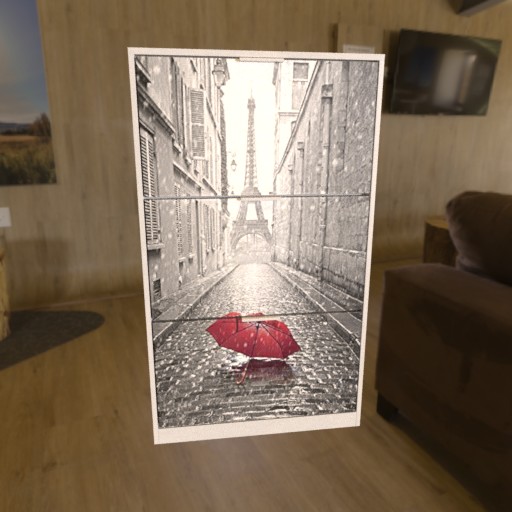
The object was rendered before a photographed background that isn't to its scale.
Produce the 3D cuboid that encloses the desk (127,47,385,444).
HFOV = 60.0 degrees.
[{"bbox_3d":[0.000,0.000,1.546,0.750,1.280,0.250,-2,15,-8],"label":"desk"}]
